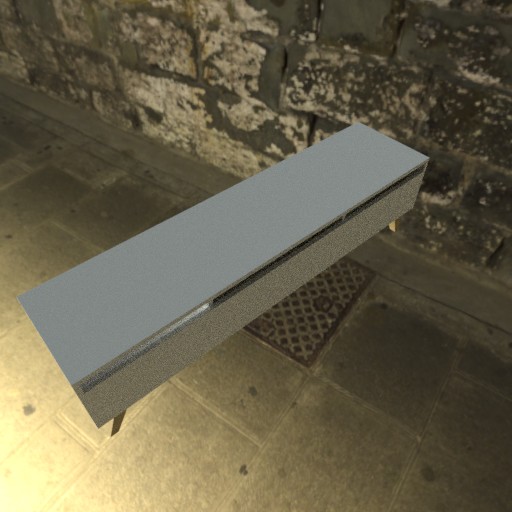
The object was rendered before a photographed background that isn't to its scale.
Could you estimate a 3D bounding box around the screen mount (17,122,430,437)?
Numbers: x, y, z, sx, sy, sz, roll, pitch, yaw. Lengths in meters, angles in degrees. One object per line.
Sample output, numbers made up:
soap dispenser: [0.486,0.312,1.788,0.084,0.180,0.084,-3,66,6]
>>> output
screen mount: [0.000,0.000,1.815,1.644,0.432,0.399,-32,54,-27]
